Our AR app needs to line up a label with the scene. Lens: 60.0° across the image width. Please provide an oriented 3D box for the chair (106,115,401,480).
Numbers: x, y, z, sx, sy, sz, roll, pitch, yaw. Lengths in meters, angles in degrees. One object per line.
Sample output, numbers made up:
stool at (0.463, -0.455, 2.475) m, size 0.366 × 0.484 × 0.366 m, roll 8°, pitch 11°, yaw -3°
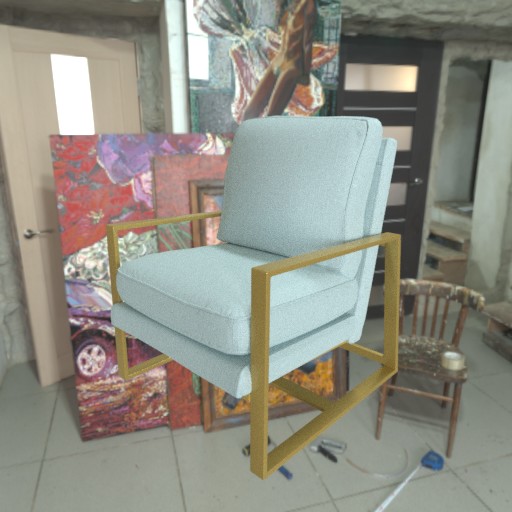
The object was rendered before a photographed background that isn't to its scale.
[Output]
chair at (0.000, 0.000, 1.565) m, size 0.758 × 0.956 × 0.813 m, roll 15°, pitch 22°, yaw 42°
